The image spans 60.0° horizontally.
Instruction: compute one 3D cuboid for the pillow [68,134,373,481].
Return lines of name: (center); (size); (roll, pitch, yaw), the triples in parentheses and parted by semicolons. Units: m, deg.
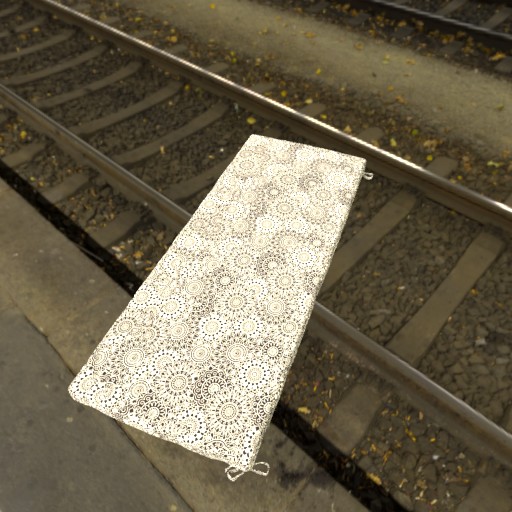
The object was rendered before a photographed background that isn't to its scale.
pillow: (0.000, 0.000, 1.329); (0.492, 0.081, 1.187); (16, 50, 14)
